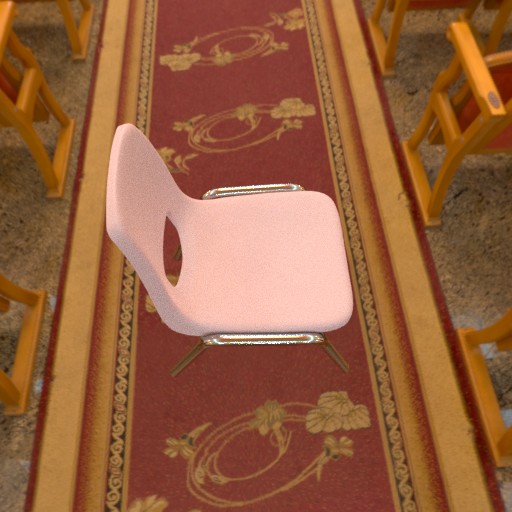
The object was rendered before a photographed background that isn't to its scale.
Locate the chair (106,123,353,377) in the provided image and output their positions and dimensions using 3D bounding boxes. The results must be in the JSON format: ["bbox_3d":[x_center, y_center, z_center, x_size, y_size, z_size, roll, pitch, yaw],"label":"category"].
[{"bbox_3d":[0.000,0.000,0.863,0.423,0.586,0.354,-3,63,-1],"label":"chair"}]
